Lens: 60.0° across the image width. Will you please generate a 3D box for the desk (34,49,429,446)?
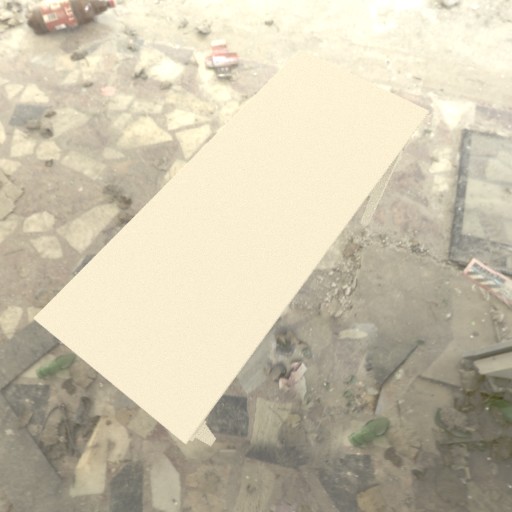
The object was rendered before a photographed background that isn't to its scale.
[{"bbox_3d":[0.000,0.000,1.772,0.559,0.774,1.372,33,68,15],"label":"desk"}]
